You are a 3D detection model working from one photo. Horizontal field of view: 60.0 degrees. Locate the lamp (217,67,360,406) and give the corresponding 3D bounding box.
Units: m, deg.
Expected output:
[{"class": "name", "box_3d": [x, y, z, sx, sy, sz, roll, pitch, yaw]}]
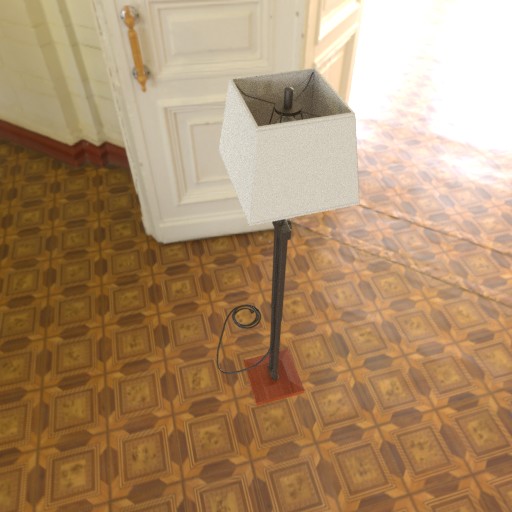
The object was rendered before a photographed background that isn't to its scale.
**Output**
[{"class": "lamp", "box_3d": [0.000, 0.000, 1.997, 0.472, 1.712, 0.745, -12, 48, -11]}]
